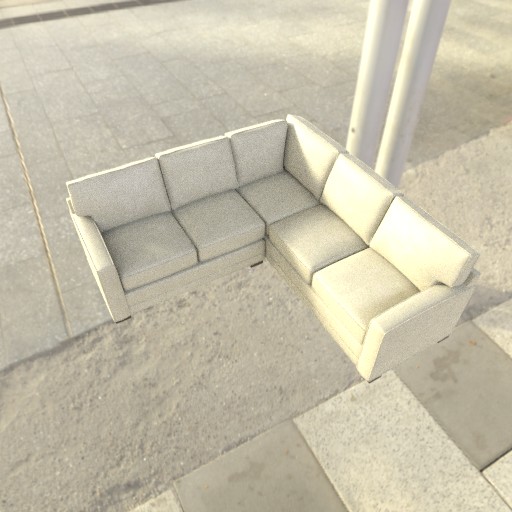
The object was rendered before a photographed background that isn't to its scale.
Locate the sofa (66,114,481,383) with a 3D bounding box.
[{"bbox_3d":[0.000,0.000,3.338,2.188,0.936,2.211,-23,49,-21],"label":"sofa"}]
